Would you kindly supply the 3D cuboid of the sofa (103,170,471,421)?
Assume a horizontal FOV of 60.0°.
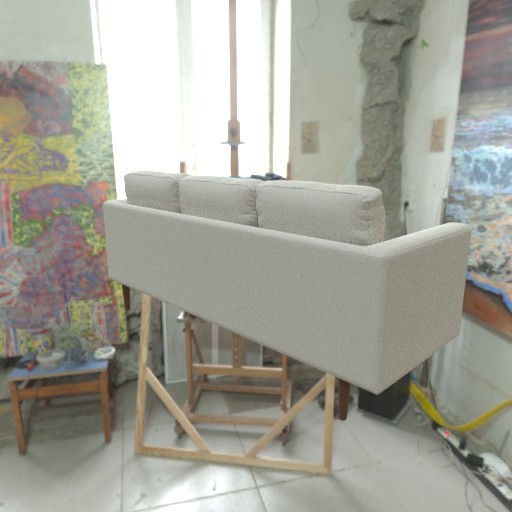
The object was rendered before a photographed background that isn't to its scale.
[{"bbox_3d":[0.000,0.000,2.490,0.802,0.912,2.029,-13,19,-43],"label":"sofa"}]
